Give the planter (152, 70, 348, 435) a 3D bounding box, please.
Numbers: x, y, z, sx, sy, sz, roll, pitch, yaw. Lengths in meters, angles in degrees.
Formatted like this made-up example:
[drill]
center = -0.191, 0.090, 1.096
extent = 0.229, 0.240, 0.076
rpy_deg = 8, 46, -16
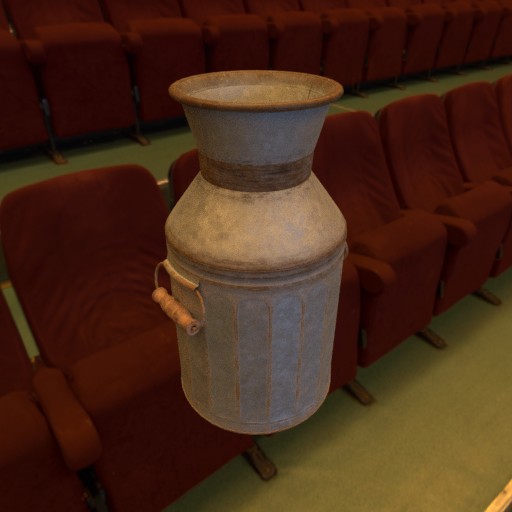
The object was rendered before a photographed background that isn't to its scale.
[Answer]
[planter]
center = 0.000, 0.000, 0.539
extent = 0.245, 0.396, 0.214
rpy_deg = -23, 38, -32
